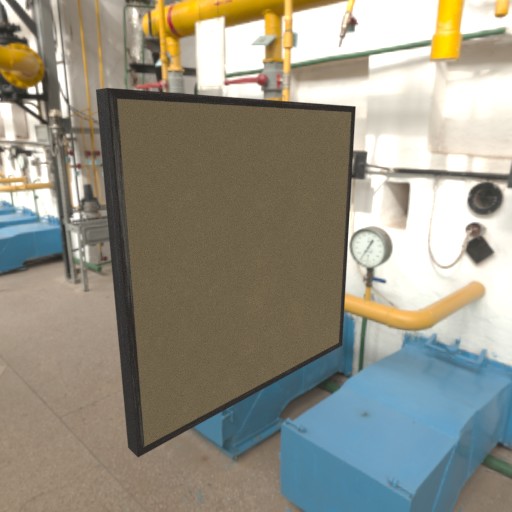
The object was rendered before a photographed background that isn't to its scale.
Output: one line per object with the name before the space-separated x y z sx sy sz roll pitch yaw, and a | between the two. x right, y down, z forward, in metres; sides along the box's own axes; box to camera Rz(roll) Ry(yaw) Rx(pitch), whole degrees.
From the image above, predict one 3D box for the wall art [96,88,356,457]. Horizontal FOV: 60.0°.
wall art | 0.000 0.000 1.139 0.762 0.758 0.043 -14 21 -42
